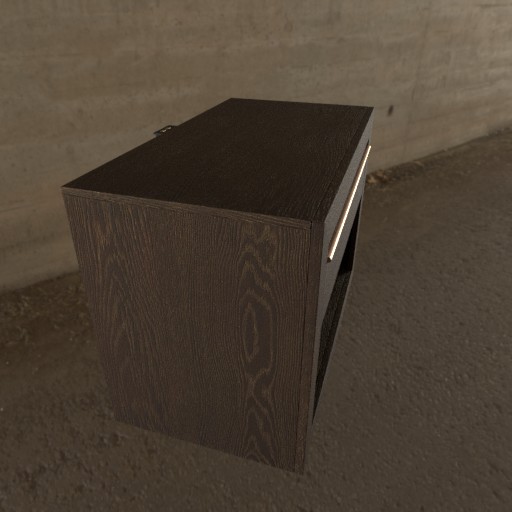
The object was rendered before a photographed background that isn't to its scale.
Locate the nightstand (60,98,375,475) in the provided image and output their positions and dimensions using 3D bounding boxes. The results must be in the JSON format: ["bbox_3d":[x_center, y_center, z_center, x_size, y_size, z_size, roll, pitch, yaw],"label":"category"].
[{"bbox_3d":[0.000,0.000,1.127,0.457,0.612,0.775,9,31,15],"label":"nightstand"}]
